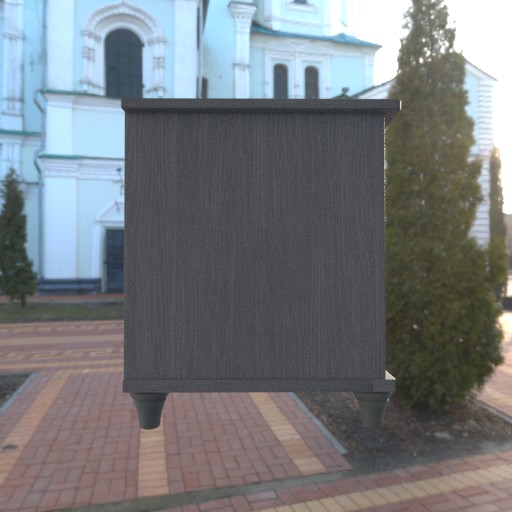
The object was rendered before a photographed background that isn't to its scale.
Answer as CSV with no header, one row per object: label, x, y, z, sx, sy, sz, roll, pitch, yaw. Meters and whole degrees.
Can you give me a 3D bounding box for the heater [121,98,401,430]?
heater,0.000,0.000,0.762,0.400,0.481,0.362,0,-1,0
